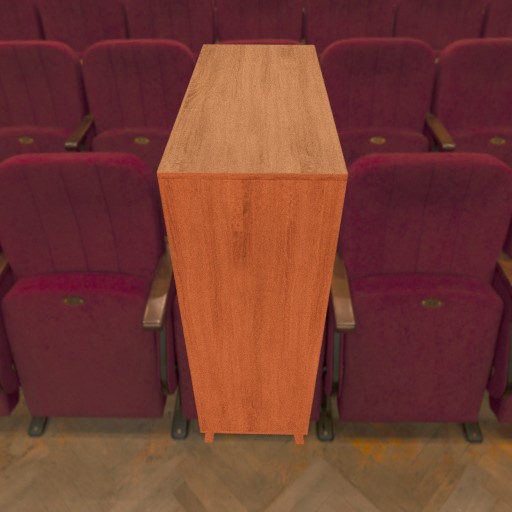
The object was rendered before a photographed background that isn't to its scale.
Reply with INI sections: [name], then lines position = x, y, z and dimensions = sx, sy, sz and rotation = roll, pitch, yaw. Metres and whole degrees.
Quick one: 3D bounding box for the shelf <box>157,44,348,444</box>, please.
[shelf]
position = 0.000, 0.000, 1.869
dimensions = 0.450, 1.390, 1.000
rotation = 1, 41, 1
